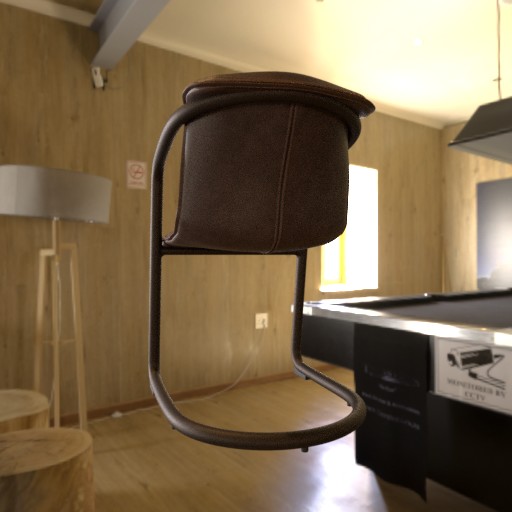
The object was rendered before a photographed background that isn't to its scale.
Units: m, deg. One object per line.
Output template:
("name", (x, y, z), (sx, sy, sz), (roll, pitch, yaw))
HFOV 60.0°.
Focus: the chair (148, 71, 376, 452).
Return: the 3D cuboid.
("chair", (0.000, 0.000, 1.247), (0.536, 0.836, 0.664), (0, 0, -19))
